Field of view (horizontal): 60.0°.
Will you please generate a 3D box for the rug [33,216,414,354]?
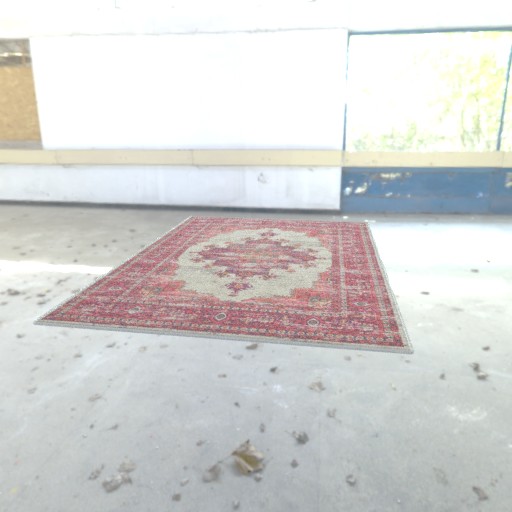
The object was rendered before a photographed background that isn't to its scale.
[{"bbox_3d":[0.000,0.000,2.197,1.217,0.011,1.747,3,17,9],"label":"rug"}]
